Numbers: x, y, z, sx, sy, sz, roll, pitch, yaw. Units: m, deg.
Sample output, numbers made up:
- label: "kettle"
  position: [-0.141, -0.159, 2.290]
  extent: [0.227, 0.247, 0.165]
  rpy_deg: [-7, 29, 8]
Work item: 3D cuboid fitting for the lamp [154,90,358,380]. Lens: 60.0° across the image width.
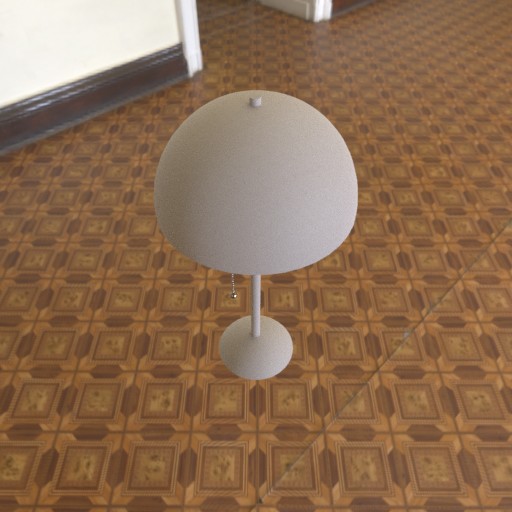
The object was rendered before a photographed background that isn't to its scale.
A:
- label: "lamp"
  position: [0.000, 0.000, 0.433]
  extent: [0.171, 0.330, 0.171]
  rpy_deg: [0, 47, 0]
